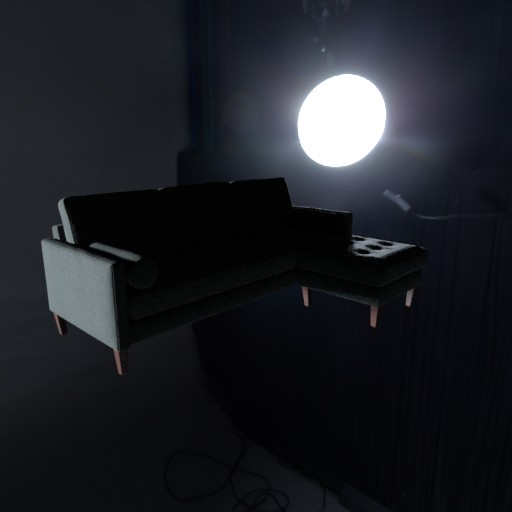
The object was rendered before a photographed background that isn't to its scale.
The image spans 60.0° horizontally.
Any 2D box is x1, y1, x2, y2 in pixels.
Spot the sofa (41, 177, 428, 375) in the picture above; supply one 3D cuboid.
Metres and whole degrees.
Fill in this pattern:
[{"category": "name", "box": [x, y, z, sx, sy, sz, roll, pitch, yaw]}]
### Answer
[{"category": "sofa", "box": [0.000, 0.000, 2.949, 1.506, 0.876, 2.178, 13, 20, 42]}]
